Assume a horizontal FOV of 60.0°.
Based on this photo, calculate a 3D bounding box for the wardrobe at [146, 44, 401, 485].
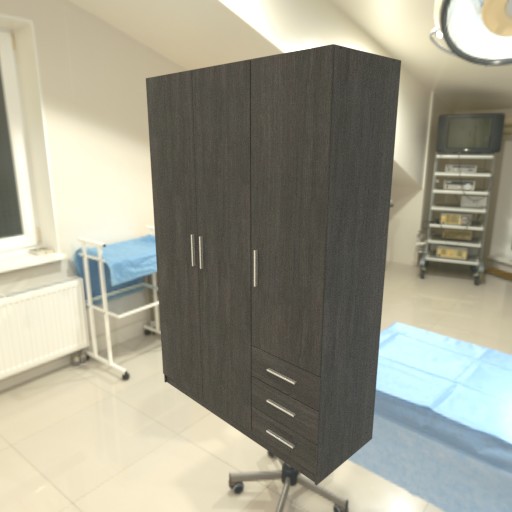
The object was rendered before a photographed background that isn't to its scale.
[{"bbox_3d":[0.000,0.000,2.448,0.510,1.910,1.290,-14,20,-42],"label":"wardrobe"}]
